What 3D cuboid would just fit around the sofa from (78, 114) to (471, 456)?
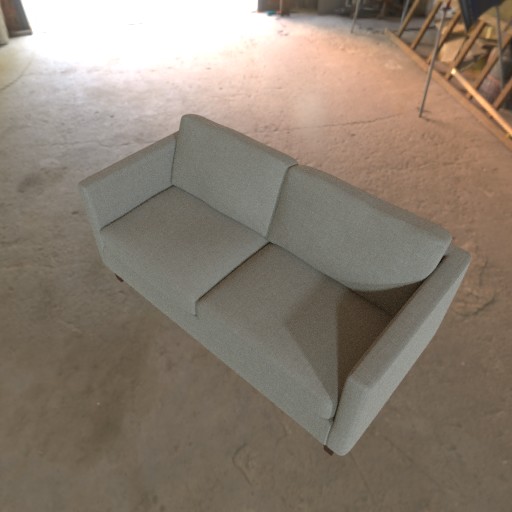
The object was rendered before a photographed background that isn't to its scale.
[{"bbox_3d":[0.000,0.000,2.432,1.884,0.947,0.951,32,54,28],"label":"sofa"}]
